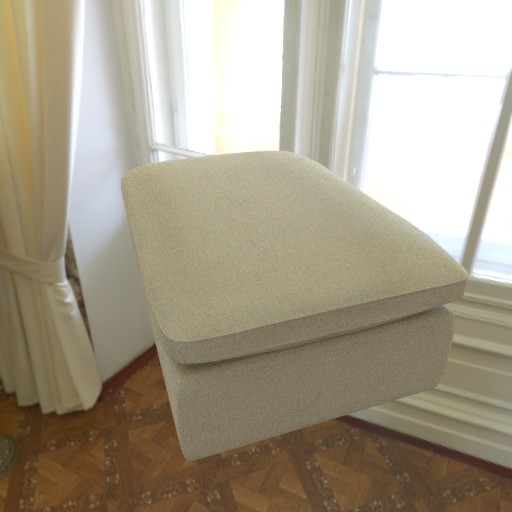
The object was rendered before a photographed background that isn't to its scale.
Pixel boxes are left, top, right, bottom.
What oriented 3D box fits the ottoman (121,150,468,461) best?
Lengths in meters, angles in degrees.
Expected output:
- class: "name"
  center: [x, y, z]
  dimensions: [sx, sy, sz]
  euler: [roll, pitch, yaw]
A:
- class: "ottoman"
  center: [0.000, 0.000, 1.314]
  dimensions: [0.686, 0.453, 0.984]
  euler: [-10, 30, -17]
